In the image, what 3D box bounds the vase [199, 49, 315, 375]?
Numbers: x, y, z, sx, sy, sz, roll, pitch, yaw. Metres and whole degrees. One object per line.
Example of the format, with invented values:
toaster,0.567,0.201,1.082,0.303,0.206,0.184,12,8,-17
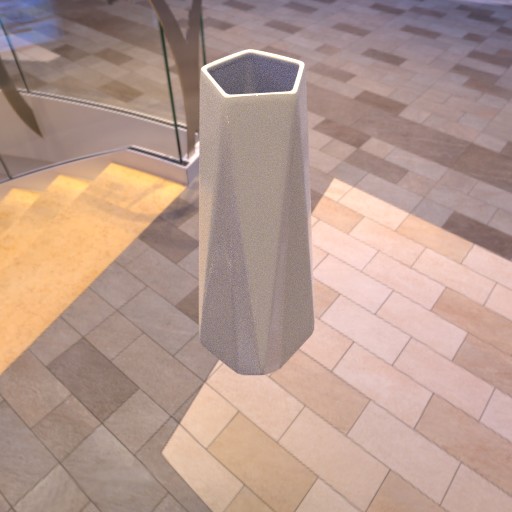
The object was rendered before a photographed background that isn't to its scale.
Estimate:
vase,0.000,0.000,0.396,0.122,0.329,0.116,-5,48,-5
